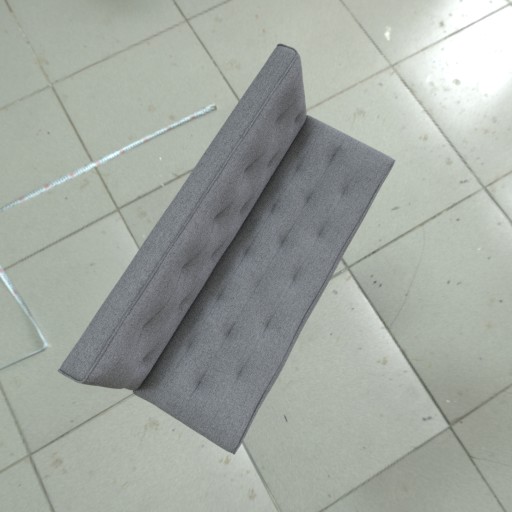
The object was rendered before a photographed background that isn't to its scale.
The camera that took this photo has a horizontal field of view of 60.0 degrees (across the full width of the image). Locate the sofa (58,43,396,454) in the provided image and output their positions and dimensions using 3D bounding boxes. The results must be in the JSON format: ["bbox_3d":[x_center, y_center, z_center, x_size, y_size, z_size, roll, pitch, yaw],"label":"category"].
[{"bbox_3d":[0.000,0.000,2.302,0.810,0.830,1.820,30,77,7],"label":"sofa"}]
